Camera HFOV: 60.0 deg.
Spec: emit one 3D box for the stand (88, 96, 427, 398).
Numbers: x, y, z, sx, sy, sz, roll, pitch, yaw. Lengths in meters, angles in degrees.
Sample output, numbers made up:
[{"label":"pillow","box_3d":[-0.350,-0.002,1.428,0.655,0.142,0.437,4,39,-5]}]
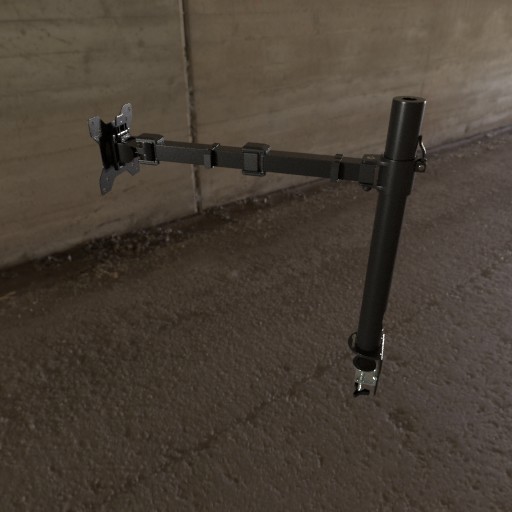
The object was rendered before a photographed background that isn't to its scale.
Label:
[{"label":"stand","box_3d":[0.000,0.000,0.716,0.456,0.510,0.115,9,32,14]}]
